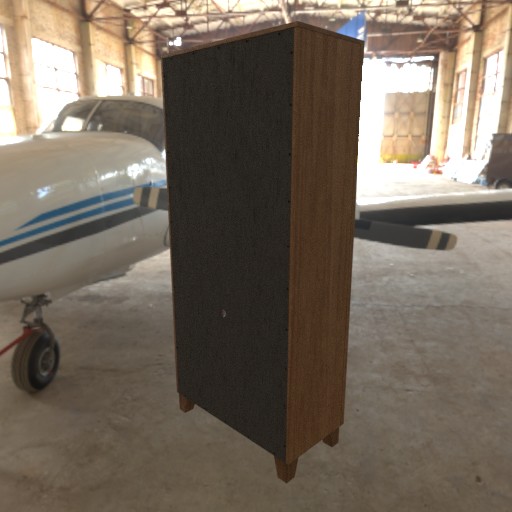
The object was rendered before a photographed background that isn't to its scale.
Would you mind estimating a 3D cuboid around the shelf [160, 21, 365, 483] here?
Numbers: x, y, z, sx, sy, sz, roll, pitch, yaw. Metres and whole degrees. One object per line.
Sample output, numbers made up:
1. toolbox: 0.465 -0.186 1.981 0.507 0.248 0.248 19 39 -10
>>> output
1. shelf: 0.000 0.000 2.237 0.453 1.930 0.864 -14 20 -43
